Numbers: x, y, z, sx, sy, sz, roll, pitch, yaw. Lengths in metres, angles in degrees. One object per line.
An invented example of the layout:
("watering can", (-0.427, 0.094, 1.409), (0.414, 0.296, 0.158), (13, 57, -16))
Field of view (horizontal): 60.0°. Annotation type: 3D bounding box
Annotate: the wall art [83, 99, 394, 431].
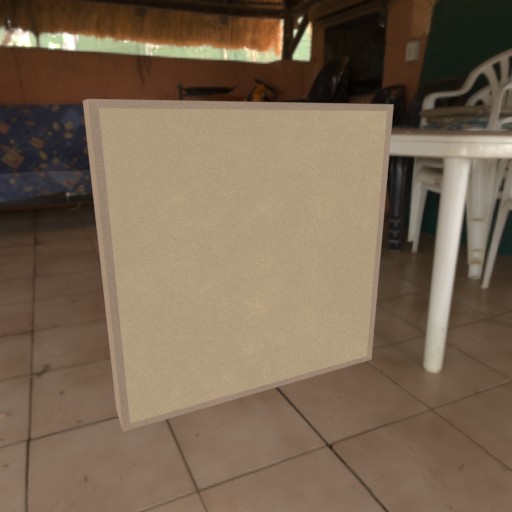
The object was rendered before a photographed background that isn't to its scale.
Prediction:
("wall art", (0.000, 0.000, 0.464), (0.304, 0.303, 0.038), (-8, 19, -25))
